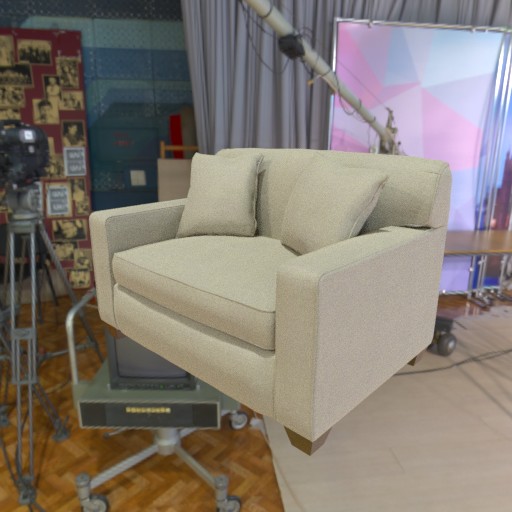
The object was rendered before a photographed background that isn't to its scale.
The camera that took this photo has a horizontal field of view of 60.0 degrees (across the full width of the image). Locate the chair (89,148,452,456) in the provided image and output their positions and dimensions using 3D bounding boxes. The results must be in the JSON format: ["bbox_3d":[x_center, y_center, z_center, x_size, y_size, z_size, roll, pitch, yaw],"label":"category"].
[{"bbox_3d":[0.000,0.000,2.067,1.383,0.948,1.000,15,22,41],"label":"chair"}]
